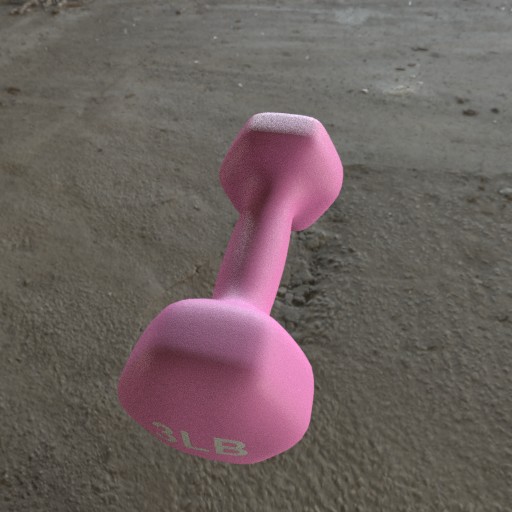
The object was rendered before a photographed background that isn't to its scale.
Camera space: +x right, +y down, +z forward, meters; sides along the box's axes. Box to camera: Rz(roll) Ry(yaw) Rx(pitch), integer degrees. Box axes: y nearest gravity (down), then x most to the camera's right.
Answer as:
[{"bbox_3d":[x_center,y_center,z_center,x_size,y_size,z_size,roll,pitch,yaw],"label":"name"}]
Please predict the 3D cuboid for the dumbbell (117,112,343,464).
[{"bbox_3d":[0.000,0.000,0.186,0.064,0.058,0.159,9,46,9],"label":"dumbbell"}]
